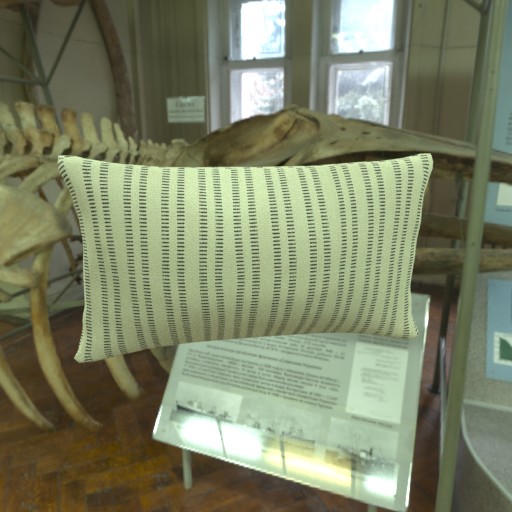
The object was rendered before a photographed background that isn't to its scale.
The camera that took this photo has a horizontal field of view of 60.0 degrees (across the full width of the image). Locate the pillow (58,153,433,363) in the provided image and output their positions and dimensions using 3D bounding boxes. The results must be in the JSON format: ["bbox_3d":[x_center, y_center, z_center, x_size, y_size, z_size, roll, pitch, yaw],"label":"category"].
[{"bbox_3d":[0.000,0.000,0.787,0.640,0.353,0.210,-3,15,-9],"label":"pillow"}]
